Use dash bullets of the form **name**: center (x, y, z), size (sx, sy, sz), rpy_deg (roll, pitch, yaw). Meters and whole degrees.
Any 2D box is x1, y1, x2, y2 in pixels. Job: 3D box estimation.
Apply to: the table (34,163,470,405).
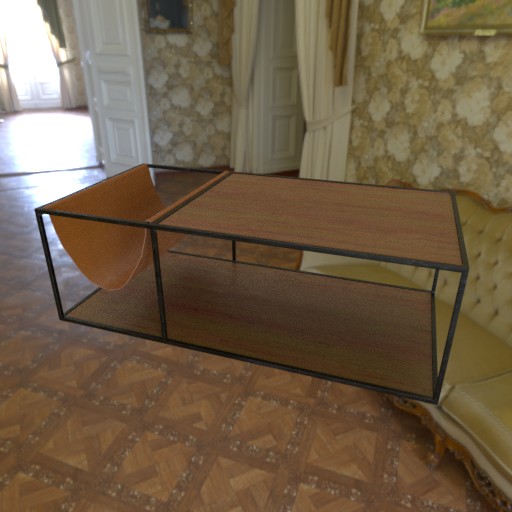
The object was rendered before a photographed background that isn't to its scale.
- **table**: center (0.000, 0.000, 1.489), size (1.199, 0.403, 0.597), rpy_deg (8, 27, 17)
